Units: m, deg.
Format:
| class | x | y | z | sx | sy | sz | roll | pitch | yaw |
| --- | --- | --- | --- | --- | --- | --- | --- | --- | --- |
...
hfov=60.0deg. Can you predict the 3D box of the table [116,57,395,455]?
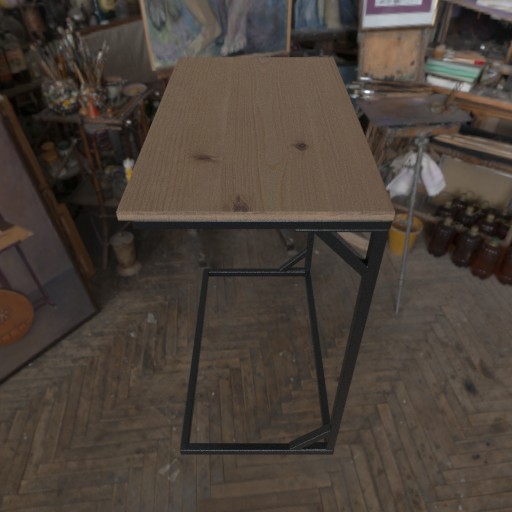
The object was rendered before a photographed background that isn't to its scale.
| class | x | y | z | sx | sy | sz | roll | pitch | yaw |
| --- | --- | --- | --- | --- | --- | --- | --- | --- | --- |
| table | 0.000 | 0.000 | 1.002 | 0.351 | 0.673 | 0.597 | 0 | 41 | 0 |
